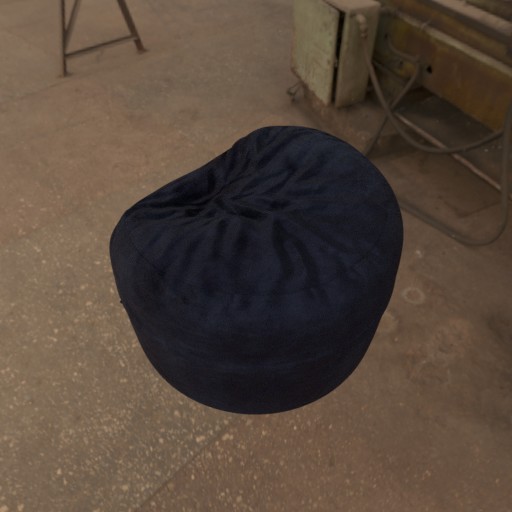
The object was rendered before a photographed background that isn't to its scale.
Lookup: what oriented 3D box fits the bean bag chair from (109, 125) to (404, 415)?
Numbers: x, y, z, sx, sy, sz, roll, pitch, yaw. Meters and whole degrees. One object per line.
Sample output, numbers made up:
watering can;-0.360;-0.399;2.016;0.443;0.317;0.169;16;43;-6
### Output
bean bag chair;0.000;0.000;1.507;0.918;0.616;0.918;0;47;0
